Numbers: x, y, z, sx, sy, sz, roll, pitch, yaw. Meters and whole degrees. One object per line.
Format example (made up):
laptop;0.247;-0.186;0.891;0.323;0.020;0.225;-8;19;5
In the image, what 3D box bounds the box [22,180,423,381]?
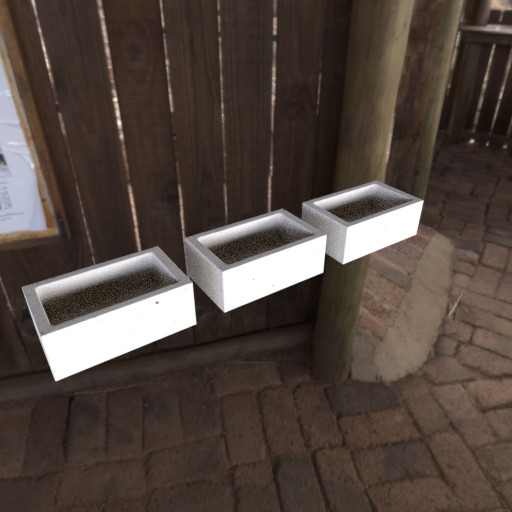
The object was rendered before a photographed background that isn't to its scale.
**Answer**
box;0.000;0.000;0.498;0.461;0.051;0.082;-19;37;-28
